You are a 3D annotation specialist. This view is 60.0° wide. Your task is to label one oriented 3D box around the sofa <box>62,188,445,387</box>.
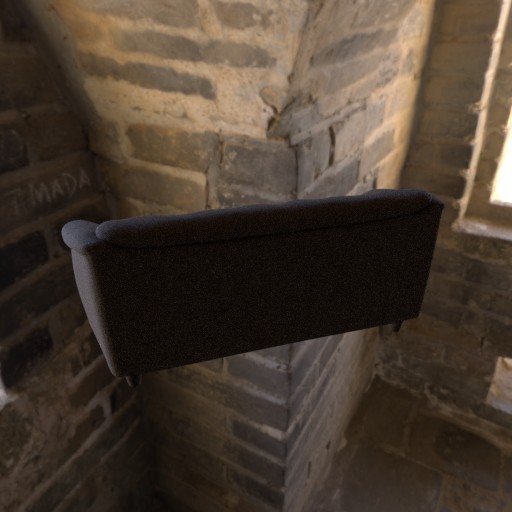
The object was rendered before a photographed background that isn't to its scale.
[{"bbox_3d":[0.000,0.000,2.314,1.849,0.790,0.887,-8,27,-16],"label":"sofa"}]
